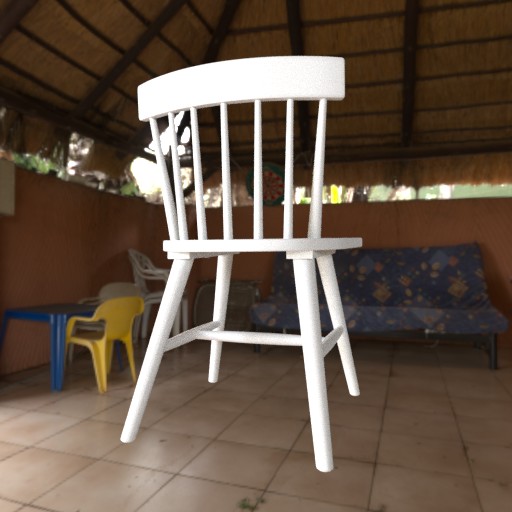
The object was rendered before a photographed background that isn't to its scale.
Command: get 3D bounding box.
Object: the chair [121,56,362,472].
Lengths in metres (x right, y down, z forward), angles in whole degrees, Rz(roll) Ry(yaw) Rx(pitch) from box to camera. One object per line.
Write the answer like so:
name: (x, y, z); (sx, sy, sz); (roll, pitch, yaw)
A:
chair: (0.000, 0.000, 1.101); (0.483, 0.787, 0.500); (0, -1, 18)
